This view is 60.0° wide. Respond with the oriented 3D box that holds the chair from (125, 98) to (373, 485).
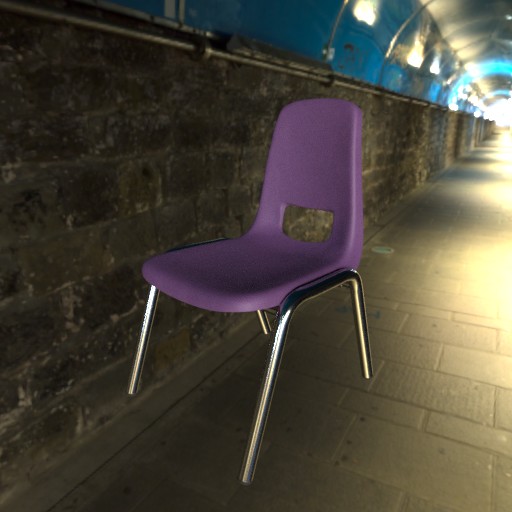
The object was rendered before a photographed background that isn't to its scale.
[{"bbox_3d":[0.000,0.000,0.855,0.356,0.584,0.419,16,23,41],"label":"chair"}]
